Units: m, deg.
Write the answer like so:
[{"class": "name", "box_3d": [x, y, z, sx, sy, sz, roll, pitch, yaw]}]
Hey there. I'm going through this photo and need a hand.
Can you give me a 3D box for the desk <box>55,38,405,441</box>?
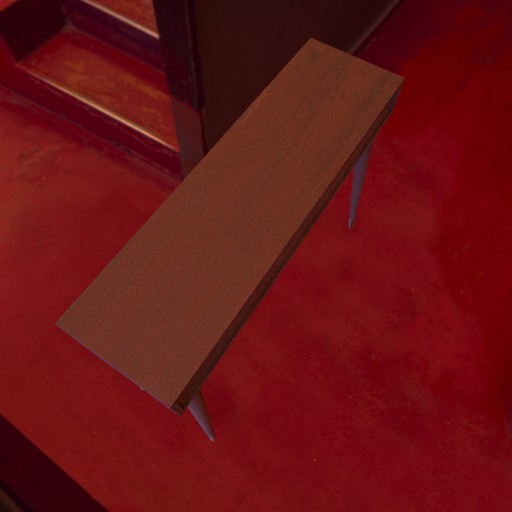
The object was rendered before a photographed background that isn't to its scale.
[{"class": "desk", "box_3d": [0.000, 0.000, 1.639, 0.384, 0.917, 1.204, 31, 67, 14]}]
